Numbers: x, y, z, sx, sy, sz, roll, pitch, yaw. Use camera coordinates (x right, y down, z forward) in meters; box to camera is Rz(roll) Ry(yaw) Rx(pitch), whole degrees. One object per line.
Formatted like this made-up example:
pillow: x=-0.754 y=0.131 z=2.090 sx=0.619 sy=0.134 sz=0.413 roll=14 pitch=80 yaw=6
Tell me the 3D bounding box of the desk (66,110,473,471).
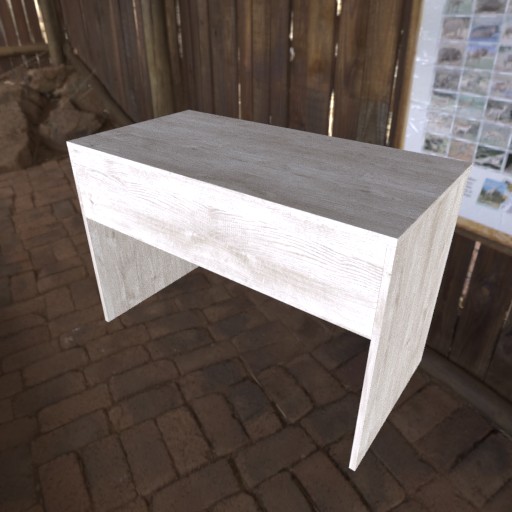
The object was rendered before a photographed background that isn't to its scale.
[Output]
desk: x=0.000 y=0.000 z=1.516 sx=1.100 sy=0.730 sz=0.560 roll=21 pitch=36 yaw=31
